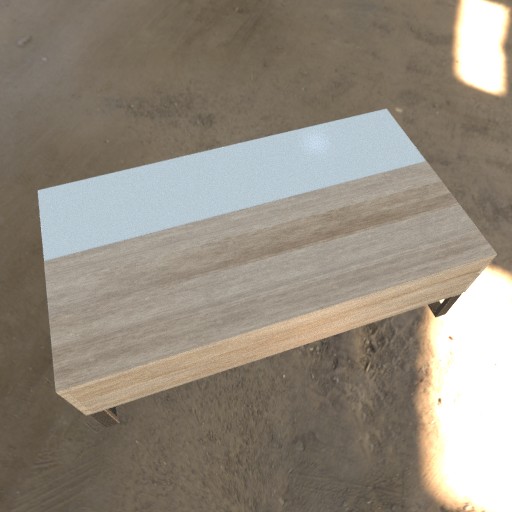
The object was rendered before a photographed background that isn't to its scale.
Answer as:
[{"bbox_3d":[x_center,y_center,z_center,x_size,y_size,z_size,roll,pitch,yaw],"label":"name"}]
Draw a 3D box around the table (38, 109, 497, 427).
[{"bbox_3d":[0.000,0.000,1.339,1.100,0.350,0.600,-16,58,-10],"label":"table"}]
